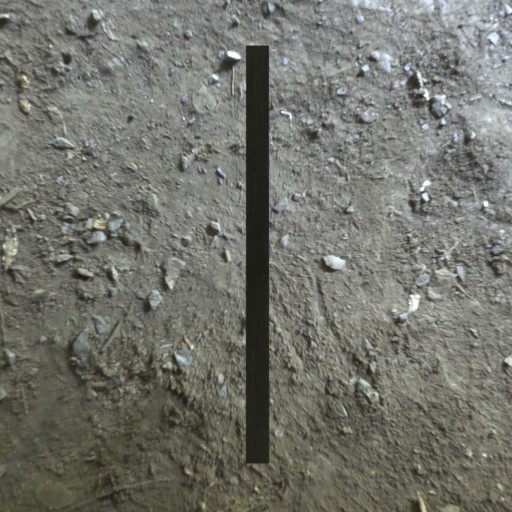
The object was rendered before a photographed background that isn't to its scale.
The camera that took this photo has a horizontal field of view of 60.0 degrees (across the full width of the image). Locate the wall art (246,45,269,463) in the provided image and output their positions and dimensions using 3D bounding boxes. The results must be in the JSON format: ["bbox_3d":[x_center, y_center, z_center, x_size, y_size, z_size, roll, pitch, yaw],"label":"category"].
[{"bbox_3d":[0.000,0.000,0.797,0.027,0.580,0.479,0,89,0],"label":"wall art"}]
